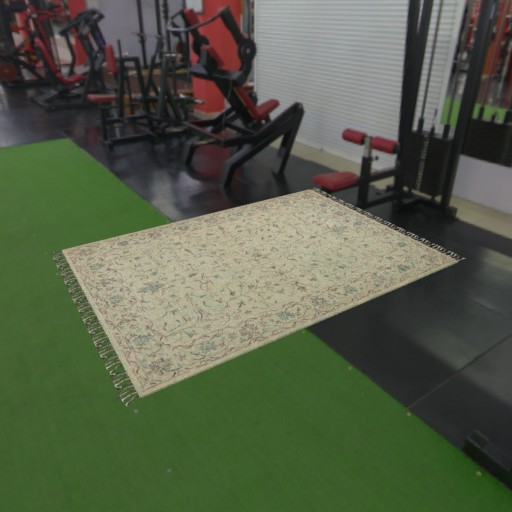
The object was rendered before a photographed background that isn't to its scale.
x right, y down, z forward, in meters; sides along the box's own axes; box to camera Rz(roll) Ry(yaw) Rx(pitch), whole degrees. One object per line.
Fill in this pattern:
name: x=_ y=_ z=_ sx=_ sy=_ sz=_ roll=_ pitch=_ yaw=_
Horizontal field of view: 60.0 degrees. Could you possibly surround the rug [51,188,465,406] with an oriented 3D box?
rug: x=0.000 y=0.000 z=2.321 sx=1.802 sy=0.008 sz=1.247 roll=-17 pitch=34 yaw=-28
